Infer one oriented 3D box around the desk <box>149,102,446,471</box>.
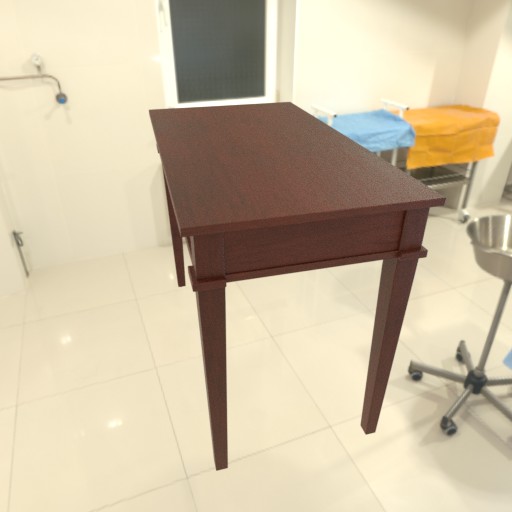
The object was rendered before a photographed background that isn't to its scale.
[{"bbox_3d":[0.000,0.000,1.464,0.549,0.762,1.001,-8,31,-13],"label":"desk"}]
